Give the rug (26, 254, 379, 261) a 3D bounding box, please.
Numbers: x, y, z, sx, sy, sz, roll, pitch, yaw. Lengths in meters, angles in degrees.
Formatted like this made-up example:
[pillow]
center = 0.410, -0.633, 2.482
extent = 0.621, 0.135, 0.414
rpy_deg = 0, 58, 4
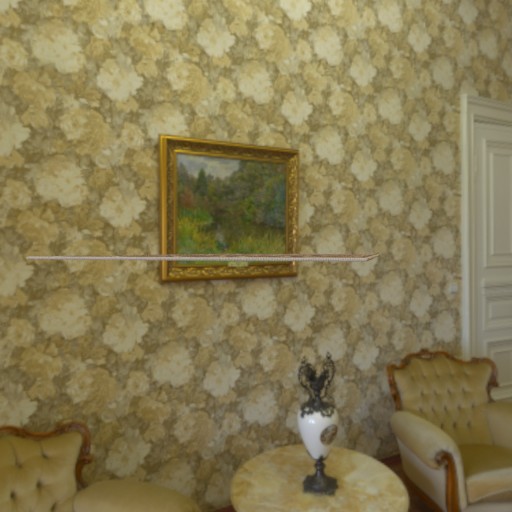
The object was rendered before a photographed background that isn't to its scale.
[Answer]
[rug]
center = 0.000, 0.000, 2.898
extent = 1.528, 0.014, 2.294
rpy_deg = 0, 1, 17
